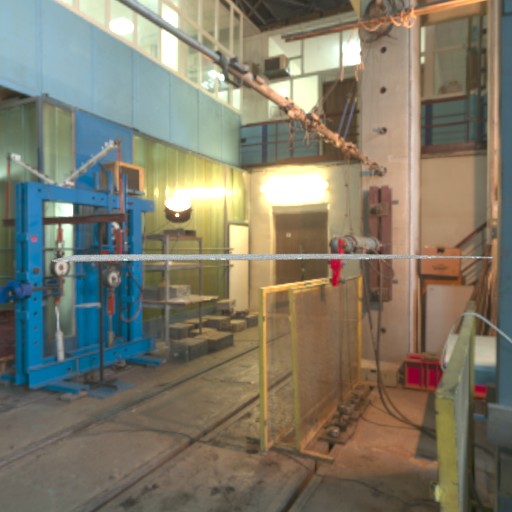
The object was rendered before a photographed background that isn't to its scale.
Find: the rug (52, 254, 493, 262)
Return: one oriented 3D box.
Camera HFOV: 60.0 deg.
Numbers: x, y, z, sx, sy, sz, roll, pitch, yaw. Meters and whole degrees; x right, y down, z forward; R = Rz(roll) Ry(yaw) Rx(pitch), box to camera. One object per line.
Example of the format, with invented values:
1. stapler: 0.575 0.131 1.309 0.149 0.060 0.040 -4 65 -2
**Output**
1. rug: 0.000 0.000 2.692 2.135 0.013 1.524 0 1 -19
